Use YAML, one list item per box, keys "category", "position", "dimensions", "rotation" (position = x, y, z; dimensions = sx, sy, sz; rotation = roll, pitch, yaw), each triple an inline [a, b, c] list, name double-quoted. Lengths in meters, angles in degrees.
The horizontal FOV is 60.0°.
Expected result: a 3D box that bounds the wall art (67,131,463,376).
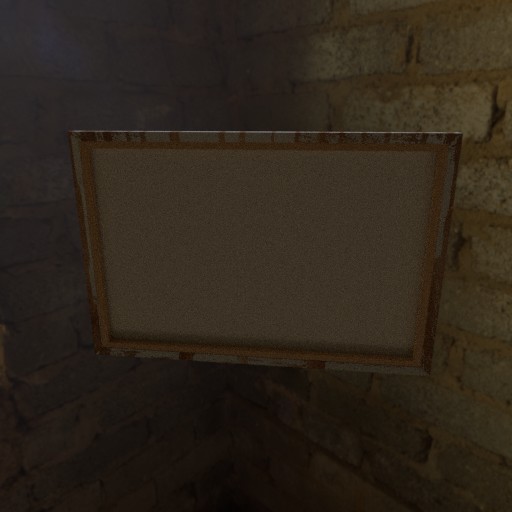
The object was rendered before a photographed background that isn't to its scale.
- category: "wall art"
  position: [0.000, 0.000, 1.128]
  dimensions: [0.914, 0.609, 0.035]
  rotation: [2, 18, 7]
